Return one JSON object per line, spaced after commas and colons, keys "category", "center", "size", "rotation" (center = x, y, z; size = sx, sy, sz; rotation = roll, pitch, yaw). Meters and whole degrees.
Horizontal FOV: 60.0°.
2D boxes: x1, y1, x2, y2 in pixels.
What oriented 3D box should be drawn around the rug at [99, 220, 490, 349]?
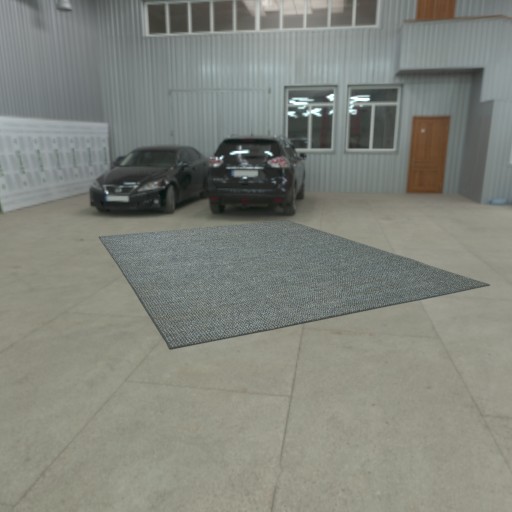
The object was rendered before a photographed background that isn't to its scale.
{"category": "rug", "center": [0.000, 0.000, 4.142], "size": [2.456, 0.021, 3.068], "rotation": [-7, 16, -25]}
